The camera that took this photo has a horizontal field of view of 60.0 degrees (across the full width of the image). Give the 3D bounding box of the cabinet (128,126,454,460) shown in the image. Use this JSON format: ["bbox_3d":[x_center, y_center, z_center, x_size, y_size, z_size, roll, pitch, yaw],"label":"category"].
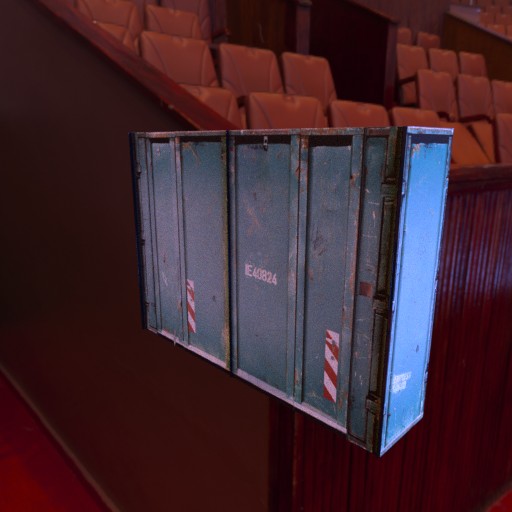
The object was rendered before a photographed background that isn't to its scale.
[{"bbox_3d":[0.000,0.000,3.977,0.680,2.160,3.001,-14,20,-43],"label":"cabinet"}]
